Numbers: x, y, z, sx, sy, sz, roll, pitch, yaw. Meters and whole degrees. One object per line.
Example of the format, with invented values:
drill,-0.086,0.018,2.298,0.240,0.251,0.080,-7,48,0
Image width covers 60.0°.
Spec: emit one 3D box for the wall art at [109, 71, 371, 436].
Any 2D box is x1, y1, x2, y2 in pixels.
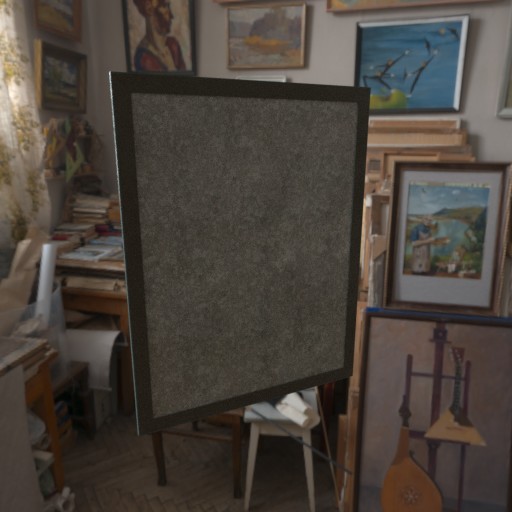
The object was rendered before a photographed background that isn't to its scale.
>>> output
wall art,0.000,0.000,1.329,0.767,0.983,0.030,-7,17,-25
